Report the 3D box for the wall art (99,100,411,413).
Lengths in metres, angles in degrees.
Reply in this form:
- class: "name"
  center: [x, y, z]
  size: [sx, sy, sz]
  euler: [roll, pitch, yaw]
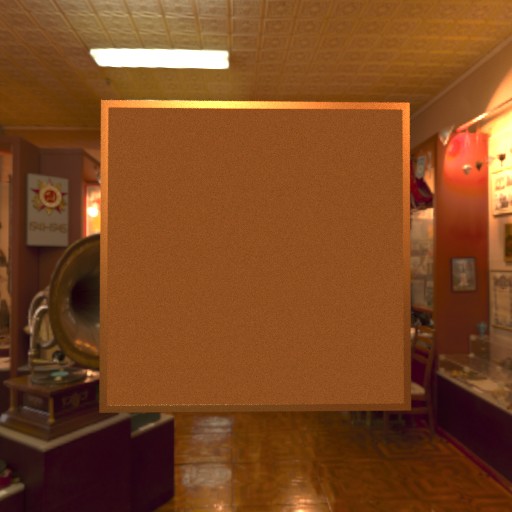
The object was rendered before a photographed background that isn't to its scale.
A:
- class: "wall art"
  center: [0.000, 0.000, 0.454]
  size: [0.304, 0.304, 0.038]
  euler: [0, -1, -1]
